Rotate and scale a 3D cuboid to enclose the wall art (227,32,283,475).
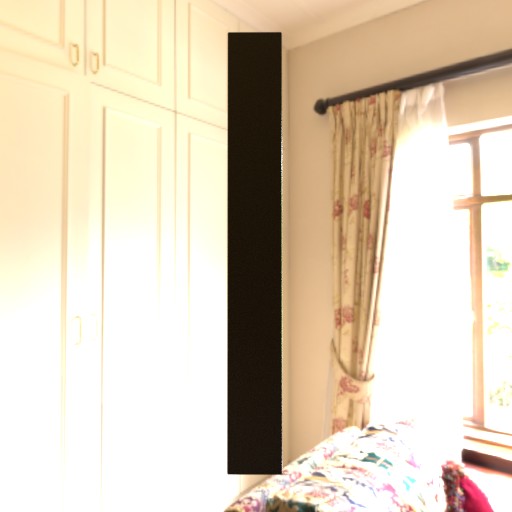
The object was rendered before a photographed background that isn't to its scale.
[{"bbox_3d":[0.000,0.000,0.449,0.037,0.299,0.299,0,-1,0],"label":"wall art"}]
